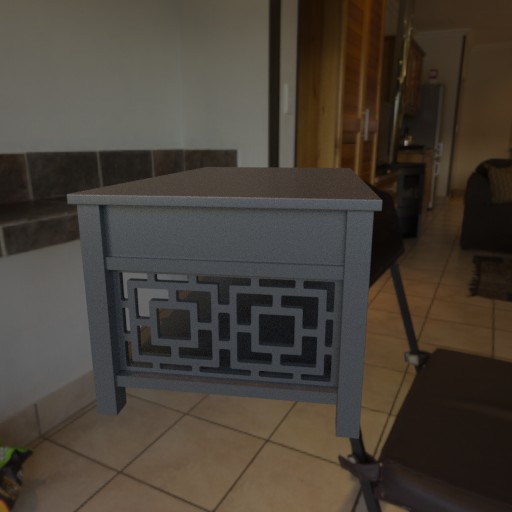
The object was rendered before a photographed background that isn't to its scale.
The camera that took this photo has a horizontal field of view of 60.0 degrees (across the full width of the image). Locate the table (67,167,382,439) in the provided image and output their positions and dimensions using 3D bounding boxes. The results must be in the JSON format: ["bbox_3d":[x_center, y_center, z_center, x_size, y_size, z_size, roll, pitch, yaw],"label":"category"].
[{"bbox_3d":[0.000,0.000,1.394,0.612,0.493,1.068,2,14,8],"label":"table"}]
